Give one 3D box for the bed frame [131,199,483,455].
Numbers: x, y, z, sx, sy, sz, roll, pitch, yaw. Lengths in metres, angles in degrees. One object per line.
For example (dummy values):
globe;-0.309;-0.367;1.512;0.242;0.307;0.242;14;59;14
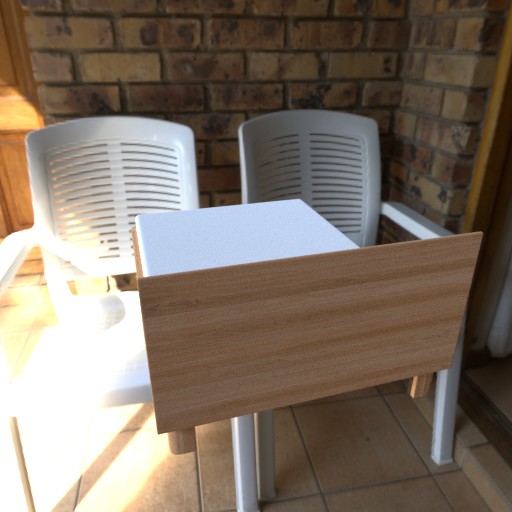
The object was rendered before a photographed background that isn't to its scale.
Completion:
bed frame;0.000;0.000;2.800;1.472;0.940;1.992;-7;27;-15
